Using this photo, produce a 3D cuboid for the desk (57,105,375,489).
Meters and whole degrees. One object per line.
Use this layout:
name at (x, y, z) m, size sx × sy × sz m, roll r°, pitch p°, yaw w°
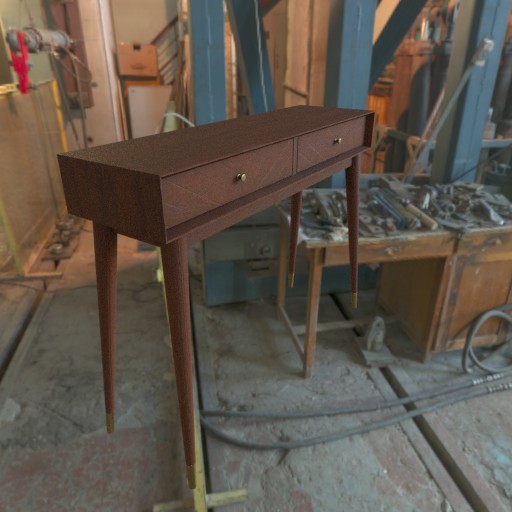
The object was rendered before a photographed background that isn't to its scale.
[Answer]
desk at (0.000, 0.000, 1.621) m, size 0.384 × 0.917 × 1.204 m, roll 16°, pitch 30°, yaw 31°
